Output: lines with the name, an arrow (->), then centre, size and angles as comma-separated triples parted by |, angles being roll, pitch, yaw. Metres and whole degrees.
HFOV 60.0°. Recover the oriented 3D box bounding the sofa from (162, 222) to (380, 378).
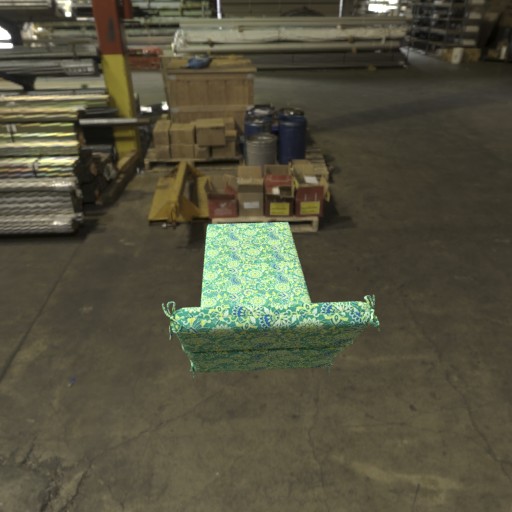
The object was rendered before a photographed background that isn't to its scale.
sofa -> 0.000, 0.000, 1.963 | 0.582, 0.622, 1.663 | -2, 30, -3
